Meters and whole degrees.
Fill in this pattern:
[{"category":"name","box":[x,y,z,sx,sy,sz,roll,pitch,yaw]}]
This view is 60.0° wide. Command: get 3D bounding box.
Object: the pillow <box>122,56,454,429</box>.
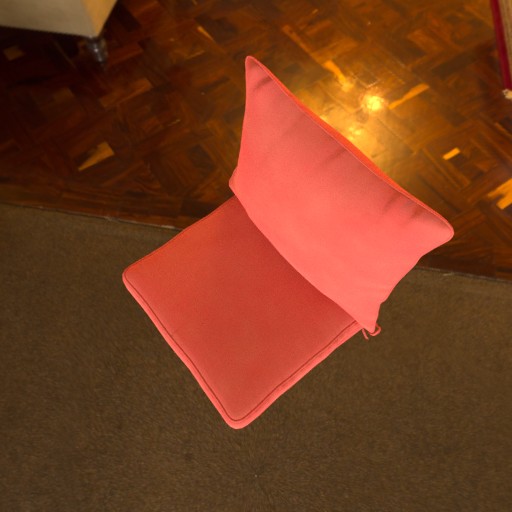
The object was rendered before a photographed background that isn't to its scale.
[{"category":"pillow","box":[0.000,0.000,1.386,0.733,0.725,0.798,-36,69,-16]}]
